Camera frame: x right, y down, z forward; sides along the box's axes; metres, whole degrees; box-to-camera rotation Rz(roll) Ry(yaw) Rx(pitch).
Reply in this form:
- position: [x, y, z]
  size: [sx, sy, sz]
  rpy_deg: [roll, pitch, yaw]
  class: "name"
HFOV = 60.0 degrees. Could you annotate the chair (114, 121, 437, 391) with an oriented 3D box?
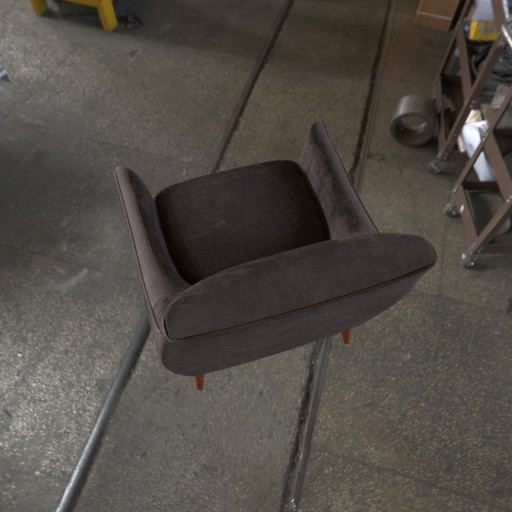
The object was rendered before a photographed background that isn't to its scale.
- position: [0.000, 0.000, 1.456]
  size: [0.762, 0.838, 0.787]
  rpy_deg: [-15, 59, -10]
  class: "chair"
